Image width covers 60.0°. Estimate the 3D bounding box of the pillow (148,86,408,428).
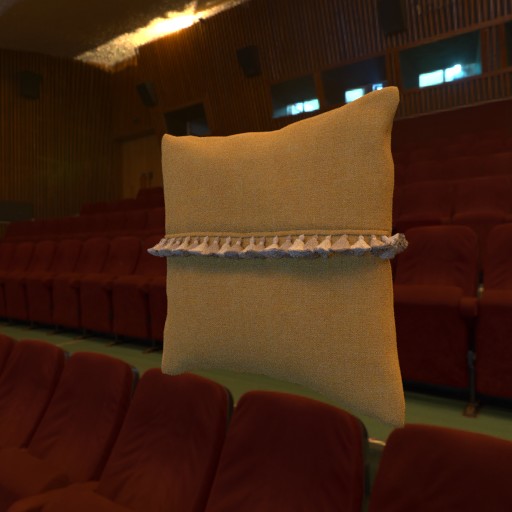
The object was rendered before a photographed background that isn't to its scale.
[{"bbox_3d":[0.000,0.000,0.738,0.485,0.481,0.167,0,1,35],"label":"pillow"}]
